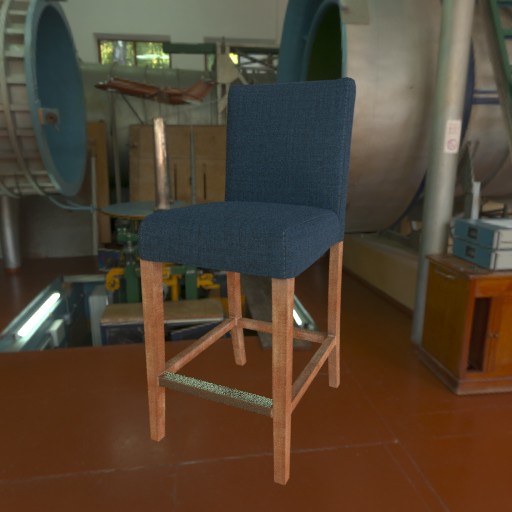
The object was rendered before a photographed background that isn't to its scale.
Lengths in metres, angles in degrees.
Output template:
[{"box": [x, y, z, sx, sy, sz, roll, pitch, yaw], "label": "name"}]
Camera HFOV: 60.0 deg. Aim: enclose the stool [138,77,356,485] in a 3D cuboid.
[{"box": [0.000, 0.000, 1.325, 0.454, 1.039, 0.567, 7, 15, 25], "label": "stool"}]
